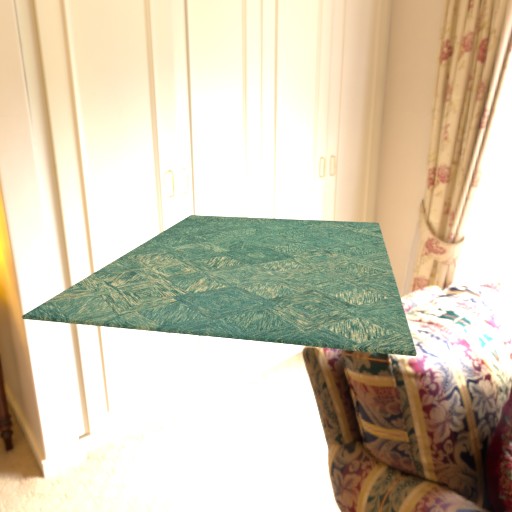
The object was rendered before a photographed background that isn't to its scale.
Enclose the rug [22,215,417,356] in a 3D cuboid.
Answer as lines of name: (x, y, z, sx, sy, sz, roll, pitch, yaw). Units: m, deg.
rug: (0.000, 0.000, 4.108, 2.405, 0.027, 3.217, 3, 17, 11)
